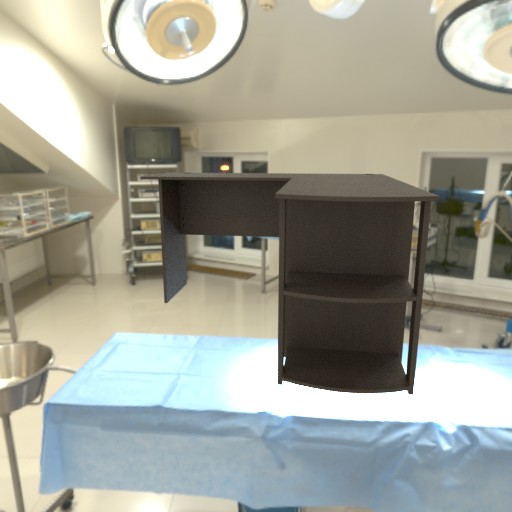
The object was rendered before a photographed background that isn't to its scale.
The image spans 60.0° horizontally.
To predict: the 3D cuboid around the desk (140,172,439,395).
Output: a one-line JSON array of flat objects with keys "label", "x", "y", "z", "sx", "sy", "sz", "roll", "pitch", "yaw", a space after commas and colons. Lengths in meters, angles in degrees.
[{"label": "desk", "x": 0.000, "y": 0.000, "z": 2.114, "sx": 1.303, "sy": 0.716, "sz": 1.361, "roll": 2, "pitch": 14, "yaw": 8}]
